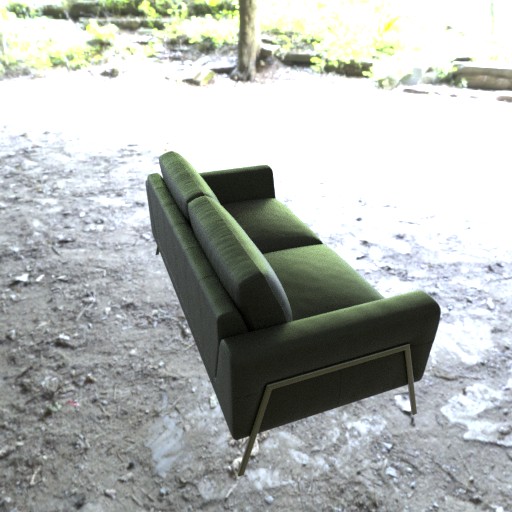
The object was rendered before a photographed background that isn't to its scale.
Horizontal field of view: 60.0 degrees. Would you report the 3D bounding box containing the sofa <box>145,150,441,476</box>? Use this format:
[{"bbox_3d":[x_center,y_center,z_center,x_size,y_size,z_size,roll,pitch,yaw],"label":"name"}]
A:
[{"bbox_3d":[0.000,0.000,2.616,0.953,0.875,2.017,-11,32,-18],"label":"sofa"}]
